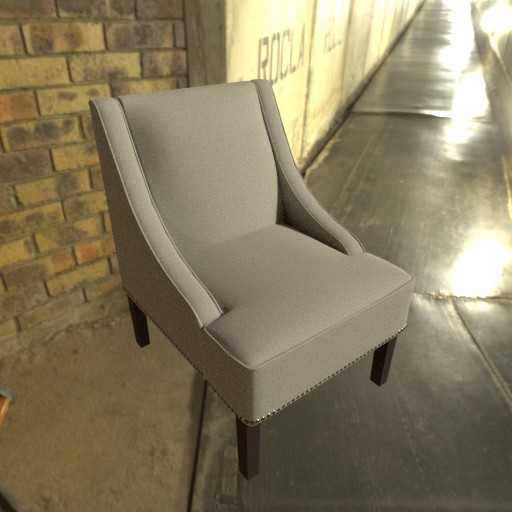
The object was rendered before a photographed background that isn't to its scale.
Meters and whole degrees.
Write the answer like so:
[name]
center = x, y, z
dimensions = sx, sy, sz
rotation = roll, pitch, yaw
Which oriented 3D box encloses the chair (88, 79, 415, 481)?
[chair]
center = 0.000, 0.000, 1.323
dimensions = 0.610, 0.864, 0.737
rotation = -21, 36, -32
